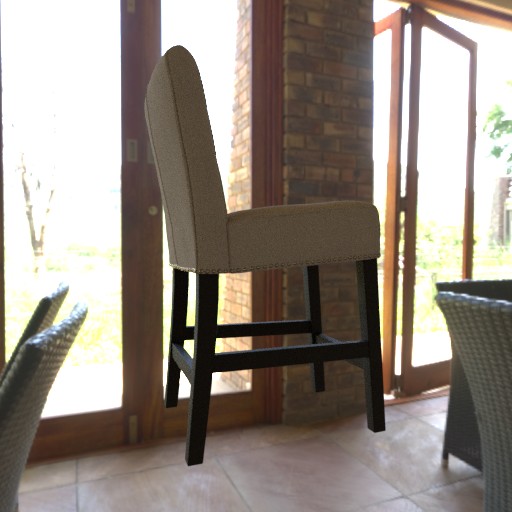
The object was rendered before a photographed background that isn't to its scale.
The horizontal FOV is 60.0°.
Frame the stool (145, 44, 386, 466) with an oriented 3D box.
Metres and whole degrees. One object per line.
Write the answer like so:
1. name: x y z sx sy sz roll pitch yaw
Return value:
1. stool: 0.000 0.000 1.188 0.571 0.885 0.427 0 1 -19
